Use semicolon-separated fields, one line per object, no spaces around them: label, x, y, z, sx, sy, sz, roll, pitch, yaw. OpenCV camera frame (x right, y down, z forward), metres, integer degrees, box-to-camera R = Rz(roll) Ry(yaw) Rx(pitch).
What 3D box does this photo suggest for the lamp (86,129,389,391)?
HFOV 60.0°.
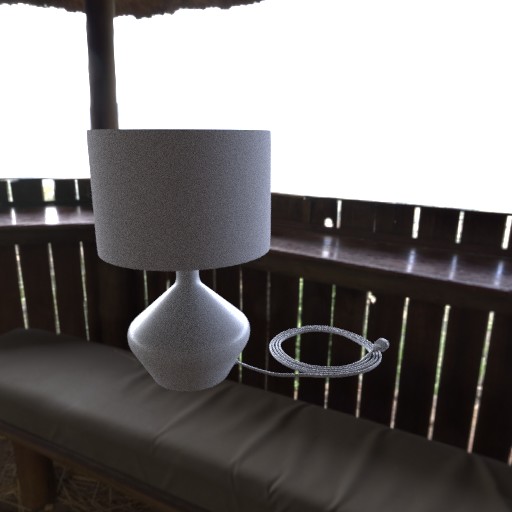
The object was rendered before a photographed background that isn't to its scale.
lamp;0.000;0.000;0.840;0.546;0.457;0.401;2;15;9
